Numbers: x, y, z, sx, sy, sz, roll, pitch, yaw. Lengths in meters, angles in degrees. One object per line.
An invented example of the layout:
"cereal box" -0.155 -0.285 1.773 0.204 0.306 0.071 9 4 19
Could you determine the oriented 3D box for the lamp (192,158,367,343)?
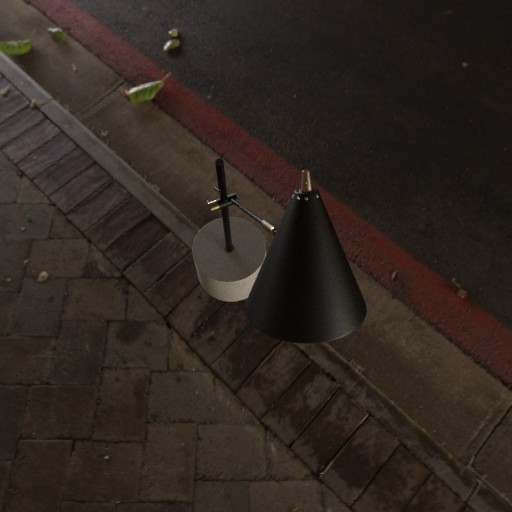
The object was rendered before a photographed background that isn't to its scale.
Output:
"lamp" 0.000 0.000 0.724 0.214 0.518 0.403 -12 64 -6
